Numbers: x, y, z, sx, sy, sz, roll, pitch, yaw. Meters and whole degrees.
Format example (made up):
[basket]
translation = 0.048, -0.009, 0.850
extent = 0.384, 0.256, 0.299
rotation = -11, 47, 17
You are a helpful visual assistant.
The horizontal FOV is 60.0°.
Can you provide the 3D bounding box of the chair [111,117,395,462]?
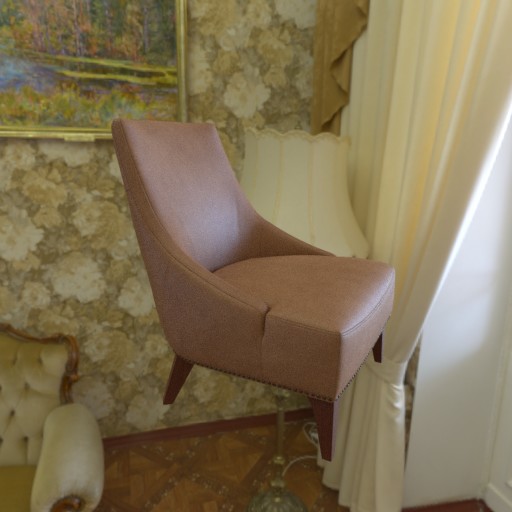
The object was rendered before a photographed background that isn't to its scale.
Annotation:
[chair]
translation = 0.000, 0.000, 1.527
extent = 0.861, 0.909, 0.701
rotation = 7, 16, 27
